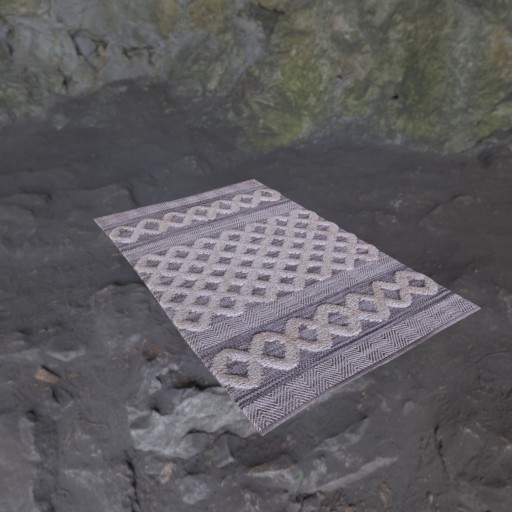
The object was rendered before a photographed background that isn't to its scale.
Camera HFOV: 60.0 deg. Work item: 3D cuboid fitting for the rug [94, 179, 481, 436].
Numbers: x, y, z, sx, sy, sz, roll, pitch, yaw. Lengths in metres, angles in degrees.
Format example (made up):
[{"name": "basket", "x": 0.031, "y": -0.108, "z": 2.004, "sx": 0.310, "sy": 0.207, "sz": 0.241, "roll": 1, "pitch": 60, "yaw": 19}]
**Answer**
[{"name": "rug", "x": 0.000, "y": 0.000, "z": 2.977, "sx": 1.513, "sy": 0.033, "sz": 2.333, "roll": -19, "pitch": 36, "yaw": -28}]
